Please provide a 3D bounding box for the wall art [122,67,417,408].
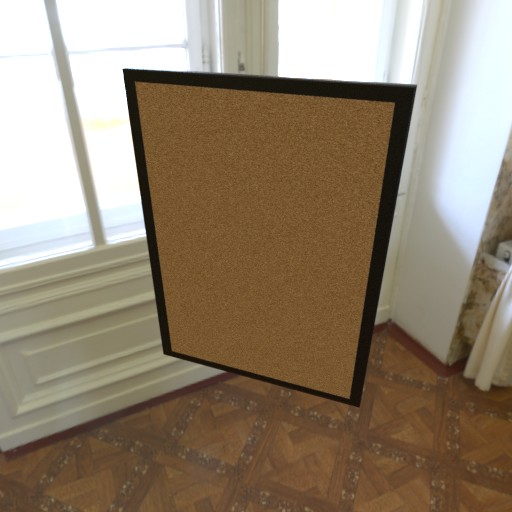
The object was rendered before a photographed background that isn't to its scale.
[{"bbox_3d":[0.000,0.000,0.861,0.480,0.657,0.016,11,33,17],"label":"wall art"}]
